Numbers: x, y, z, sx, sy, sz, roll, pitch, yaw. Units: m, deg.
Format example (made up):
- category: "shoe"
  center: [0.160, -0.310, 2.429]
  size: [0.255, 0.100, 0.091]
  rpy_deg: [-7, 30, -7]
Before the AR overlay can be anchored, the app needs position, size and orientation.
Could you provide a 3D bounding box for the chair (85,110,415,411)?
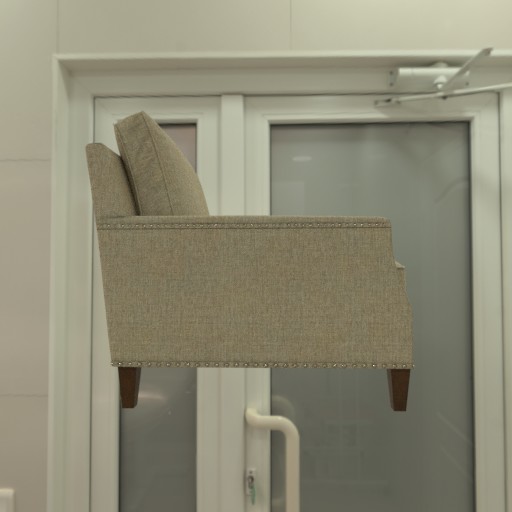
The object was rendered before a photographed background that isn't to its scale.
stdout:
- category: "chair"
  center: [0.000, 0.000, 1.737]
  size: [1.014, 0.943, 0.853]
  rpy_deg: [0, -2, 2]
